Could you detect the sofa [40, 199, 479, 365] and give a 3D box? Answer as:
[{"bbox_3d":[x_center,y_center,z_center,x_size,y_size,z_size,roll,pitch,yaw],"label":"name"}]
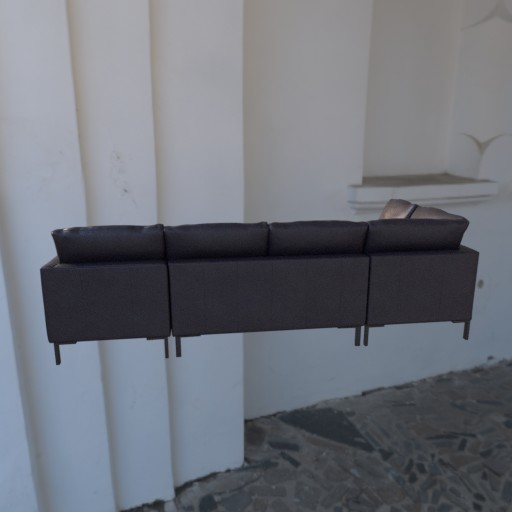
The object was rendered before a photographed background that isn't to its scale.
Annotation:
[{"bbox_3d":[0.000,0.000,3.858,2.956,0.900,1.939,-2,14,-8],"label":"sofa"}]
